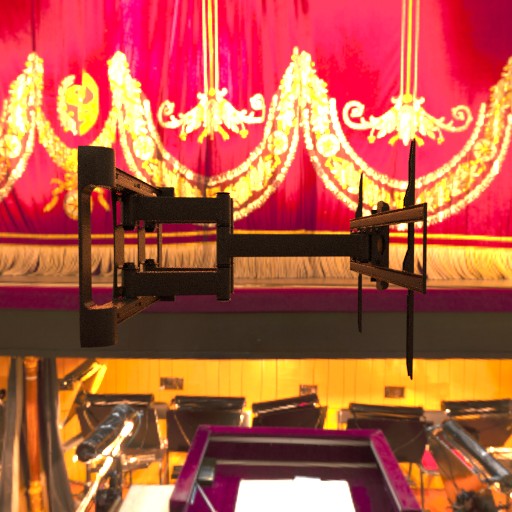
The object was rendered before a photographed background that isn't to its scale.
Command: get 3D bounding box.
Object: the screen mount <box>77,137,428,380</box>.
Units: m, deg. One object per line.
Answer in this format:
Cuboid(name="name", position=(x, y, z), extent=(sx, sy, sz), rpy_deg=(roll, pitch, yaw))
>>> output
Cuboid(name="screen mount", position=(0.000, 0.000, 1.121), extent=(0.644, 0.491, 0.661), rpy_deg=(0, 2, 0))
